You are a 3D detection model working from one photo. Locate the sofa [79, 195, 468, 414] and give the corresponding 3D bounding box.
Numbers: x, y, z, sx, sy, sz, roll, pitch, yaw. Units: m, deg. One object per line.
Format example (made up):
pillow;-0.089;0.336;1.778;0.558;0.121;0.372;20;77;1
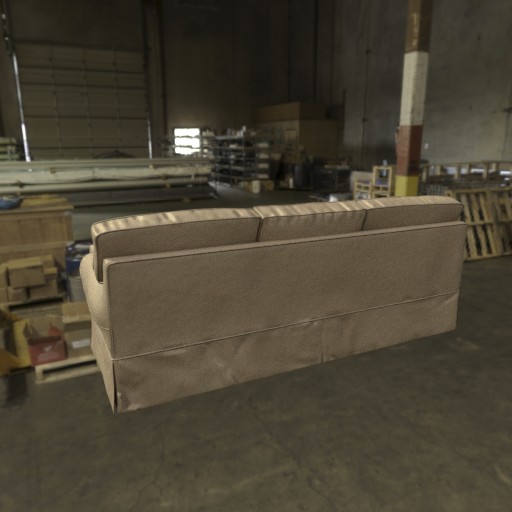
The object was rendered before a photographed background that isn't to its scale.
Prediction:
sofa;0.000;0.000;3.324;2.475;0.978;1.733;-7;16;-25
